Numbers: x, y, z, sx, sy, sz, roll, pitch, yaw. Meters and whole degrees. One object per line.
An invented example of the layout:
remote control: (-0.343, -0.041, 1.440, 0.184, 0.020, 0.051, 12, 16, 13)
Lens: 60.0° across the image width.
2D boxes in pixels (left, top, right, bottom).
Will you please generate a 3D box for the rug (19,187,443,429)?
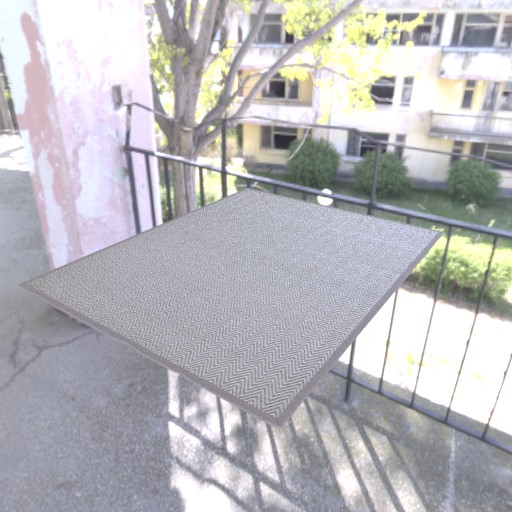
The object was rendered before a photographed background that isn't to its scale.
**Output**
rug: (0.000, 0.000, 3.923, 2.434, 0.032, 3.007, 18, 32, 31)
